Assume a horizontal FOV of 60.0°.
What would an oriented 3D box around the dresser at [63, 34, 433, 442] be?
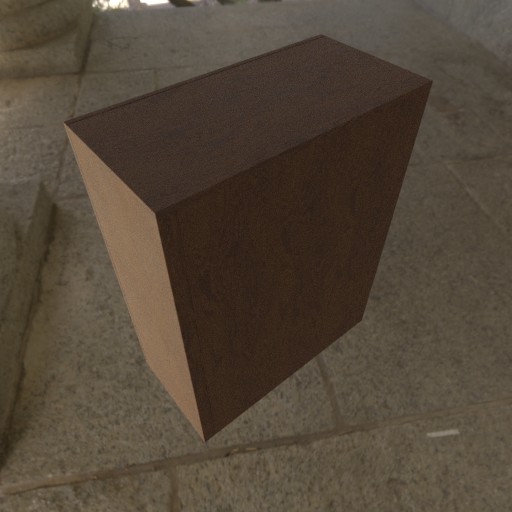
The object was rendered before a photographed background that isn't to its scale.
[{"bbox_3d":[0.000,0.000,1.747,0.964,1.320,0.516,-31,54,-26],"label":"dresser"}]
